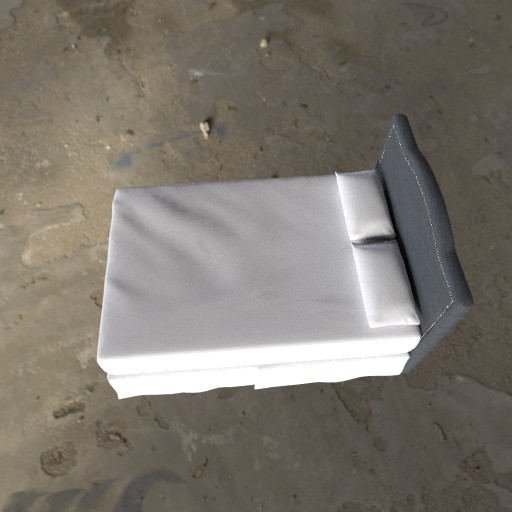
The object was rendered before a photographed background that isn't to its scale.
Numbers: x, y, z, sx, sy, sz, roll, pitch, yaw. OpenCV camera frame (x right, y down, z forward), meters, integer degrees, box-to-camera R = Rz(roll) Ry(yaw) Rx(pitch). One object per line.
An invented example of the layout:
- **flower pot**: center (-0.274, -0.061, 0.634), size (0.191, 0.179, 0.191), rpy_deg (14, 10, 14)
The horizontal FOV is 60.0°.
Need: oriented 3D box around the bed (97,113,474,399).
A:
- **bed**: center (0.000, 0.000, 3.553), size (2.507, 1.441, 1.747), rpy_deg (-4, 59, -2)
